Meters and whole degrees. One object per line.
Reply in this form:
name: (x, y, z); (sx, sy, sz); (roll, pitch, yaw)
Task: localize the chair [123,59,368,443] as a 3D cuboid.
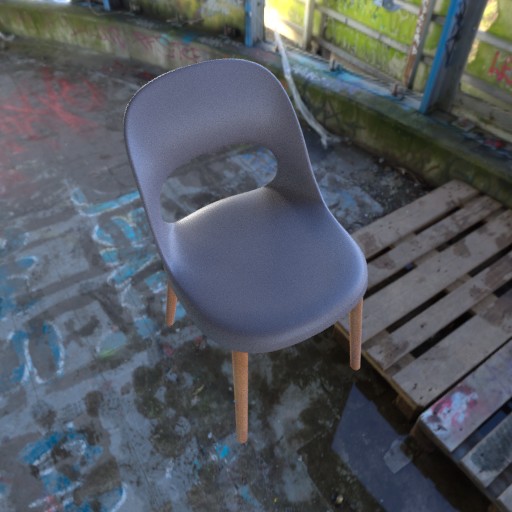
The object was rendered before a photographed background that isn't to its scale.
chair: (0.000, 0.000, 1.155); (0.470, 0.795, 0.556); (-25, 52, -21)
